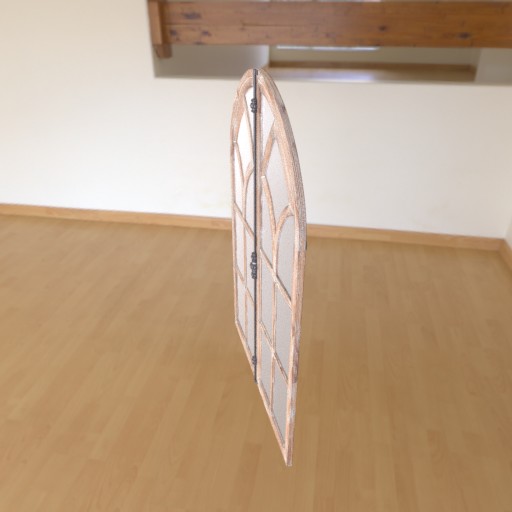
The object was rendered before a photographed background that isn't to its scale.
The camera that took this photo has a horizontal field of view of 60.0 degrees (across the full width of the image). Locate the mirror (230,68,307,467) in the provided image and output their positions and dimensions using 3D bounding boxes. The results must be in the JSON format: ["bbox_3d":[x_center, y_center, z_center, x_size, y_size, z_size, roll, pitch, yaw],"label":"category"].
[{"bbox_3d":[0.000,0.000,1.168,0.032,0.915,0.609,-8,31,-13],"label":"mirror"}]
